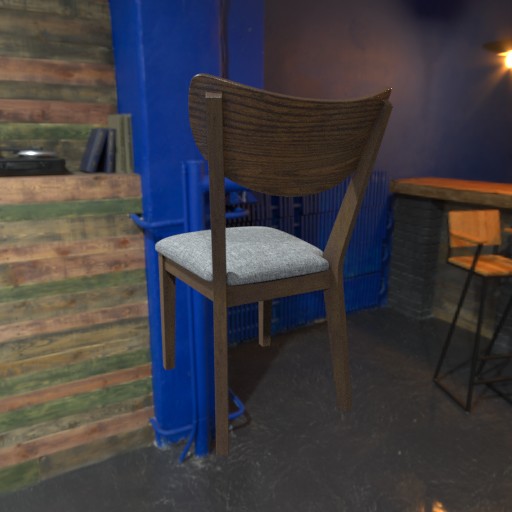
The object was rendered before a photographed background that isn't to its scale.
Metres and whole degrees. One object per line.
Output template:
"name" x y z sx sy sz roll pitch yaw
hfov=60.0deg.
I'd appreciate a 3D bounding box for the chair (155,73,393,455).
"chair" 0.000 0.000 1.206 0.491 0.849 0.583 -8 17 -27
